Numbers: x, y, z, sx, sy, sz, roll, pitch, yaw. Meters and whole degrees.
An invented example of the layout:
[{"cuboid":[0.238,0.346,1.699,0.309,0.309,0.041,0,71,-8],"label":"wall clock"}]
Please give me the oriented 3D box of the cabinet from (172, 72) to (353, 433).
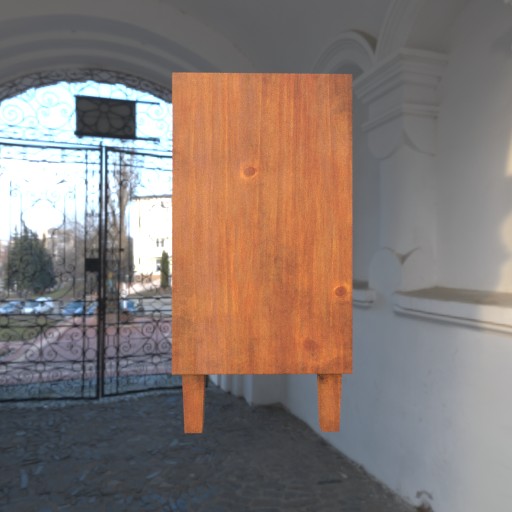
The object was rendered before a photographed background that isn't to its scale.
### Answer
[{"cuboid":[0.000,0.000,1.583,0.403,0.805,1.204,0,0,-1],"label":"cabinet"}]
